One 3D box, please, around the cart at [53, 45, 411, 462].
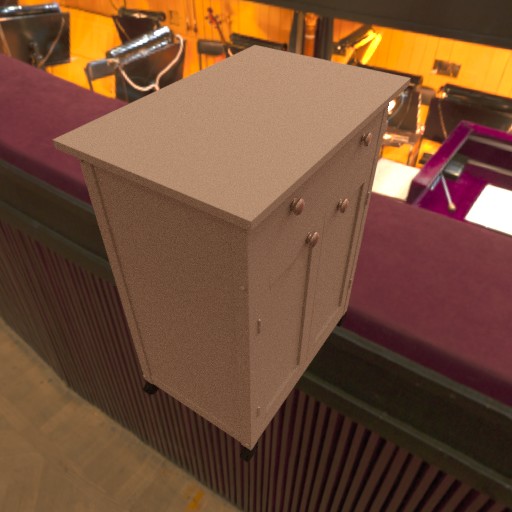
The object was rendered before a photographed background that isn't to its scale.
[{"bbox_3d":[0.000,0.000,1.222,0.442,0.864,0.683,24,47,24],"label":"cart"}]
